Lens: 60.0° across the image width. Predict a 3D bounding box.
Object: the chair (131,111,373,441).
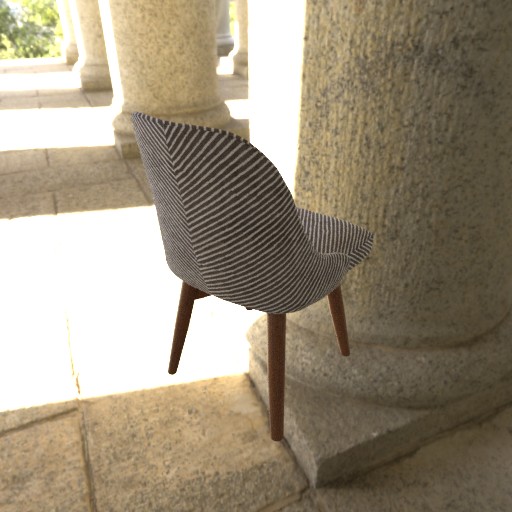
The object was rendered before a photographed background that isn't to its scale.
[{"bbox_3d":[0.000,0.000,1.274,0.504,0.883,0.591,21,37,31],"label":"chair"}]
